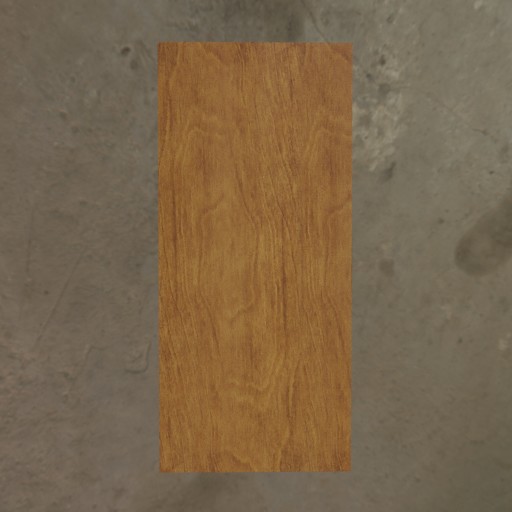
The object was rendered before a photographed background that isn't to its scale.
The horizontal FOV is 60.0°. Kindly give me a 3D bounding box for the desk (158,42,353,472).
[{"bbox_3d":[0.000,0.000,1.428,0.470,0.762,1.016,0,91,-1],"label":"desk"}]
